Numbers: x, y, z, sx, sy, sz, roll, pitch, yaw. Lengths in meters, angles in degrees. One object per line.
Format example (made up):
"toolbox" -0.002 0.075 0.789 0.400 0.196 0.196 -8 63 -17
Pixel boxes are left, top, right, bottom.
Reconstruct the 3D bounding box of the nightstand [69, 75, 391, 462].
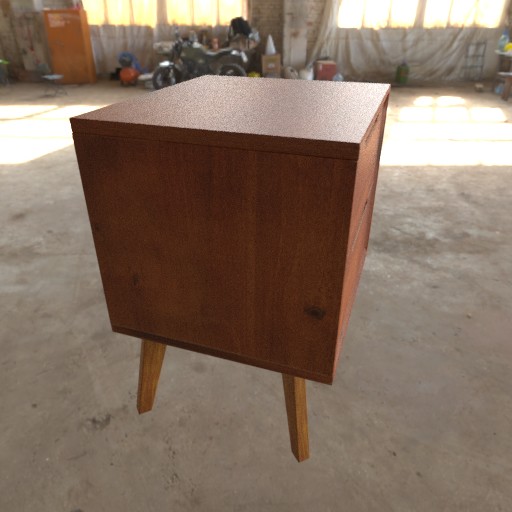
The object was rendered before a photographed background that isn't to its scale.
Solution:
"nightstand" 0.000 0.000 0.906 0.411 0.618 0.460 10 31 17
